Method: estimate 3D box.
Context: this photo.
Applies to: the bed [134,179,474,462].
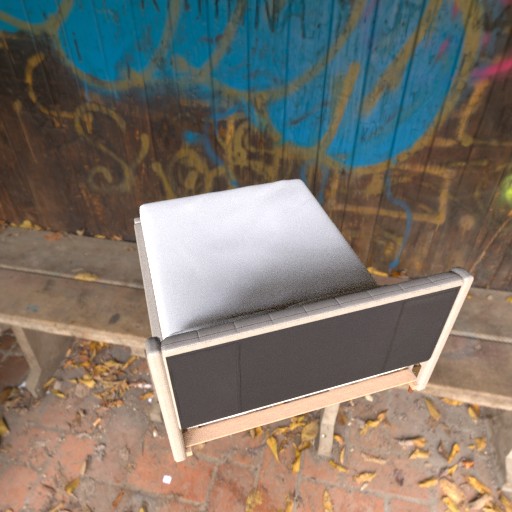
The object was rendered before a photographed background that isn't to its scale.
[{"bbox_3d":[0.000,0.000,3.232,1.656,1.147,2.232,-11,42,-13],"label":"bed"}]
